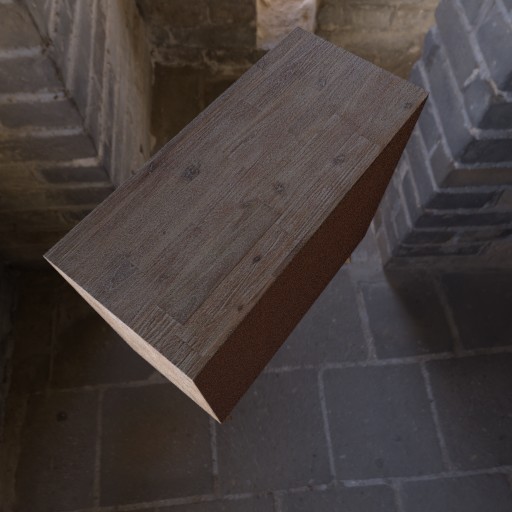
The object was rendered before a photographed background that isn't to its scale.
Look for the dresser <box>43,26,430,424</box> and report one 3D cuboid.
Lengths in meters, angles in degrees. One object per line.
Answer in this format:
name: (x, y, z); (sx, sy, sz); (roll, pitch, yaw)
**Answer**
dresser: (0.000, 0.000, 1.583); (0.455, 1.029, 0.998); (35, 69, 16)
